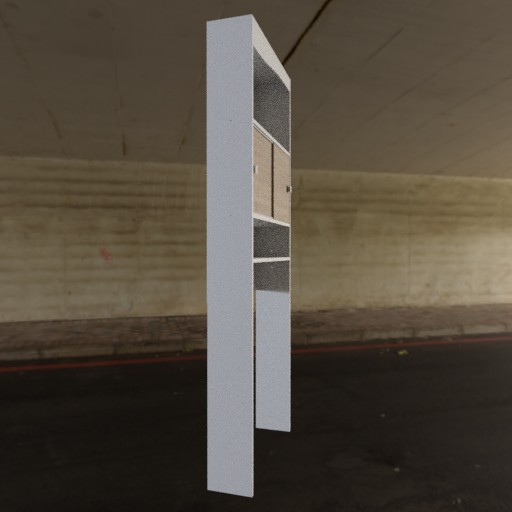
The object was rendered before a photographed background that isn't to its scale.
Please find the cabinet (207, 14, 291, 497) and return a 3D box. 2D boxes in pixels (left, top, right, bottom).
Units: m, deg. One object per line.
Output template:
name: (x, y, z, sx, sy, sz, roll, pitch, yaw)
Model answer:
cabinet: (0.000, 0.000, 1.955, 0.192, 1.770, 0.643, 0, 0, 17)
